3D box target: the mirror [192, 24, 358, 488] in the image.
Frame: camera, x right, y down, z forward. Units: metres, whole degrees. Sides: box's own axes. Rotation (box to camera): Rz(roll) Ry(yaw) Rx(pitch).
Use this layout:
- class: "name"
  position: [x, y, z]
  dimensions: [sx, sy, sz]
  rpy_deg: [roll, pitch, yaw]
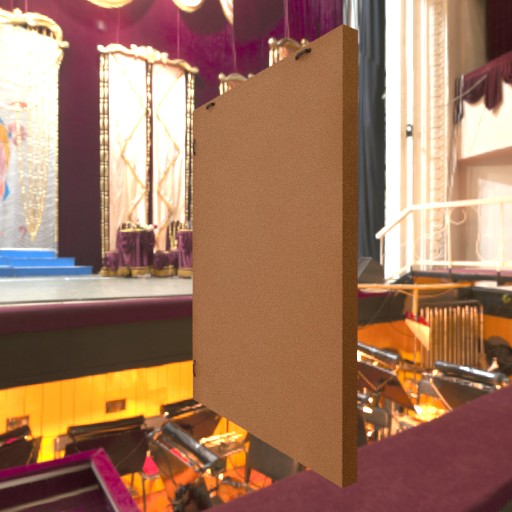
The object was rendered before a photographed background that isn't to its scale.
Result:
- class: "mirror"
  position: [0.000, 0.000, 0.894]
  dimensions: [0.039, 0.710, 0.507]
  rpy_deg: [0, 0, -35]
